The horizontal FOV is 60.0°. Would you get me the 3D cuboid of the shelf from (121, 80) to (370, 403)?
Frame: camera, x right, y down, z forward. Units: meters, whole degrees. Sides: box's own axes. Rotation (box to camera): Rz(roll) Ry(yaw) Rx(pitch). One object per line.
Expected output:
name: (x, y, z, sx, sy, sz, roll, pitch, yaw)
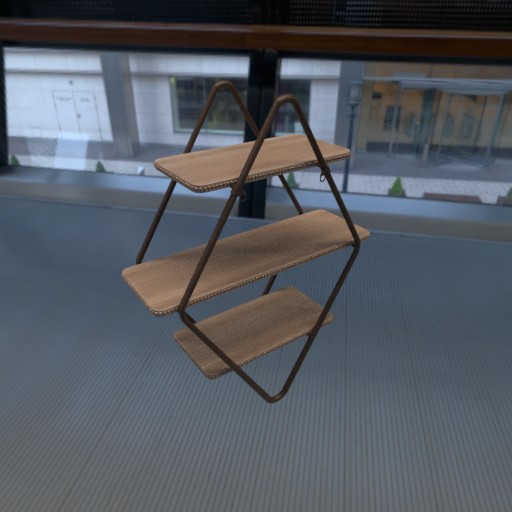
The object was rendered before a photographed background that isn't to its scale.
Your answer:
shelf: (0.000, 0.000, 1.071, 0.609, 0.774, 0.234, -19, 34, -30)
